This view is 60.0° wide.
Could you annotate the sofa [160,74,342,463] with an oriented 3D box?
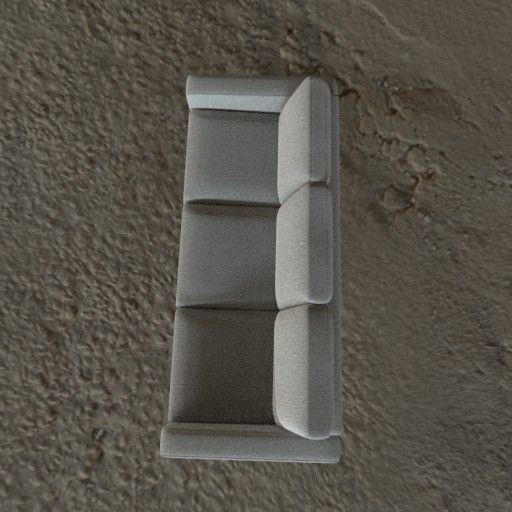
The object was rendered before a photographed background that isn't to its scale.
[{"bbox_3d":[0.000,0.000,2.540,0.900,0.800,2.120,2,77,0],"label":"sofa"}]
